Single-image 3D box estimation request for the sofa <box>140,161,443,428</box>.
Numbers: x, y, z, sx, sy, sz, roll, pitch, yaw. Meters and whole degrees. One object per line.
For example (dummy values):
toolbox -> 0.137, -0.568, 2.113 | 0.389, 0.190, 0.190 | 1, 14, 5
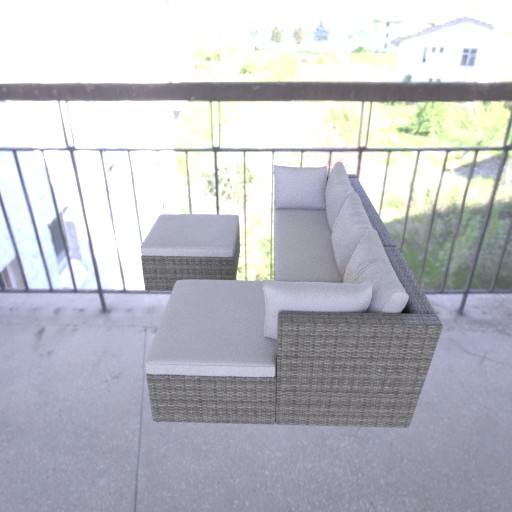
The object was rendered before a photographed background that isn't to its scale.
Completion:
sofa -> 0.000, 0.000, 2.985 | 1.662, 0.766, 2.192 | 1, 27, 2
